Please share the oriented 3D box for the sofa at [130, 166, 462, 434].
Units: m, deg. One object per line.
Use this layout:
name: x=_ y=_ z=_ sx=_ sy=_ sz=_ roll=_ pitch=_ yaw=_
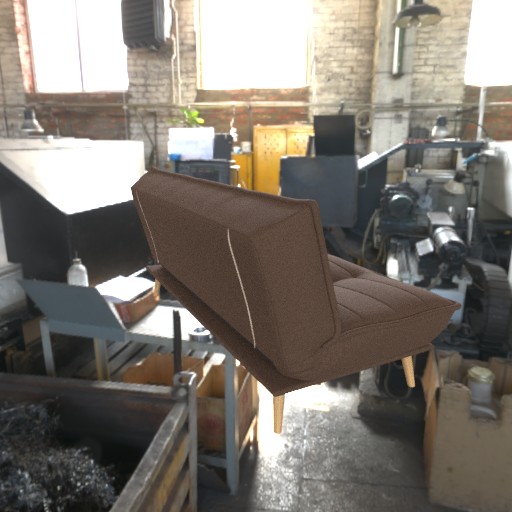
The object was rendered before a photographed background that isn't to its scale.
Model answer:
sofa: x=0.000 y=0.000 z=2.448 sx=0.950 sy=0.890 sz=1.940 roll=-8 pitch=17 yaw=-27
